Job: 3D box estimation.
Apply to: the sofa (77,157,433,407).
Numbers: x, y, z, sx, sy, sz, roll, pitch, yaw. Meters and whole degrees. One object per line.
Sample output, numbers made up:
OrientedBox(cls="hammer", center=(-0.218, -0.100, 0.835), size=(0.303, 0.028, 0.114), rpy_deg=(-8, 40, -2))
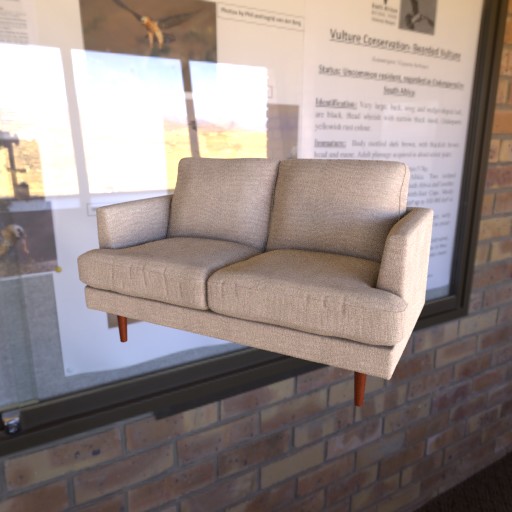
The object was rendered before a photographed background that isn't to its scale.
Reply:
OrientedBox(cls="sofa", center=(0.000, 0.000, 2.221), size=(1.582, 0.944, 0.903), rpy_deg=(7, 16, 27))
